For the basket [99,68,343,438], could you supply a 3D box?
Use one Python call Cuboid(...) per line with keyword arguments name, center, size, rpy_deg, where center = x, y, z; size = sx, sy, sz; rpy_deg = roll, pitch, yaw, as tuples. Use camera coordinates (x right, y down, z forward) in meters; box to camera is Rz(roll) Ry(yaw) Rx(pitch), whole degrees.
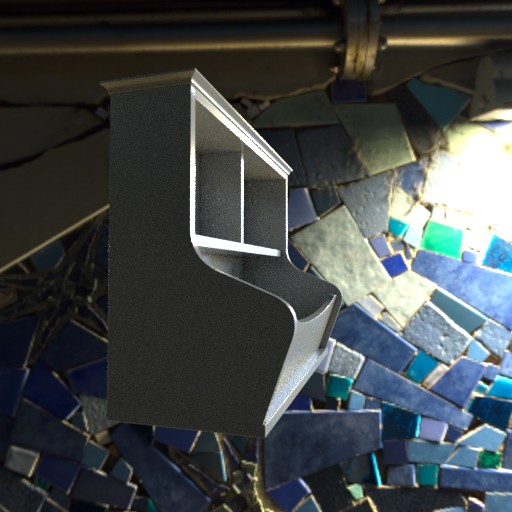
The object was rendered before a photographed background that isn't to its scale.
Cuboid(name="basket", center=(0.000, 0.000, 1.102), size=(0.350, 0.600, 0.780), rpy_deg=(-1, -2, 17))
